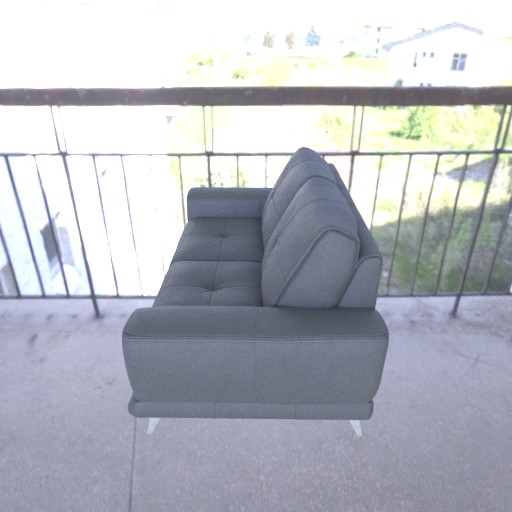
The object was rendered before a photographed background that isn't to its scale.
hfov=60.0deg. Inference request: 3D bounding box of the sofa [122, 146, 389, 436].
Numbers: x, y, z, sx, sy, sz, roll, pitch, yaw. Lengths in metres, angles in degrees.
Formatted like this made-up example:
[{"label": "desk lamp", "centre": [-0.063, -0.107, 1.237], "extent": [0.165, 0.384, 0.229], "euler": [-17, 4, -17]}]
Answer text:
[{"label": "sofa", "centre": [0.000, 0.000, 2.437], "extent": [1.018, 0.907, 1.806], "euler": [0, 27, 1]}]
